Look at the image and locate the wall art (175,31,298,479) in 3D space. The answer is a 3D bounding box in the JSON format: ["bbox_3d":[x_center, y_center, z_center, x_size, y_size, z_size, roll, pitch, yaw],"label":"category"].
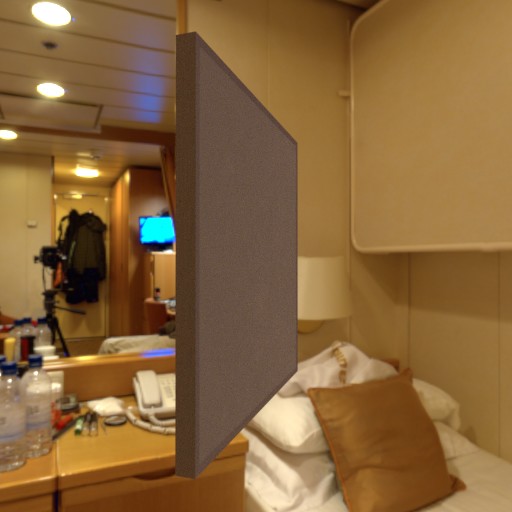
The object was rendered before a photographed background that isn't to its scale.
[{"bbox_3d":[0.000,0.000,1.118,0.038,0.758,0.761,0,0,18],"label":"wall art"}]
